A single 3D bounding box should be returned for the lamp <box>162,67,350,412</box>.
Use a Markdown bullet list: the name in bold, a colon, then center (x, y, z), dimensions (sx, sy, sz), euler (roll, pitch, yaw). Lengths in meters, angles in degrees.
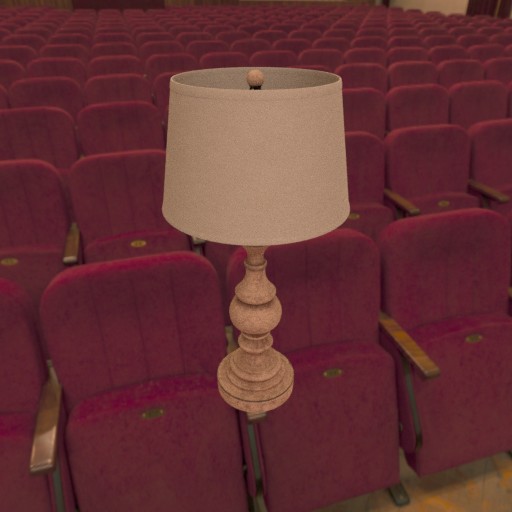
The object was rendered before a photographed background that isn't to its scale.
- **lamp**: center (0.000, 0.000, 0.870), dimensions (0.340, 0.678, 0.340), euler (0, 29, 0)
